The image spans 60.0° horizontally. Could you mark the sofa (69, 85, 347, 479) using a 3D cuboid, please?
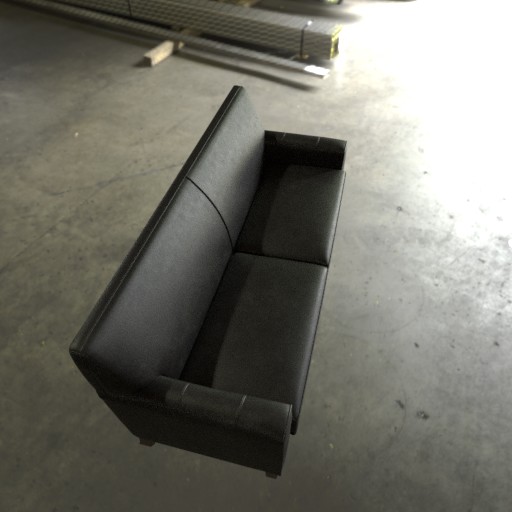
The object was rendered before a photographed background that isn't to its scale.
[{"bbox_3d":[0.000,0.000,2.440,0.805,0.947,2.053,10,47,10],"label":"sofa"}]
